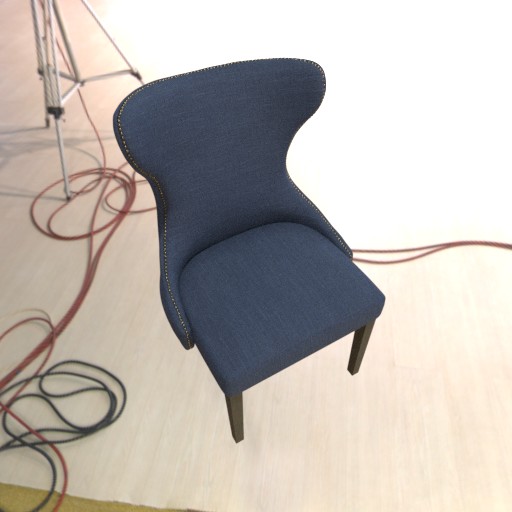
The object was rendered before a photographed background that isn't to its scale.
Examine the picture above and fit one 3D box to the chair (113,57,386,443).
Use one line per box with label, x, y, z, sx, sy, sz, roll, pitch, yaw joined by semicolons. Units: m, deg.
chair;0.000;0.000;1.371;0.628;0.967;0.635;-23;51;-20
